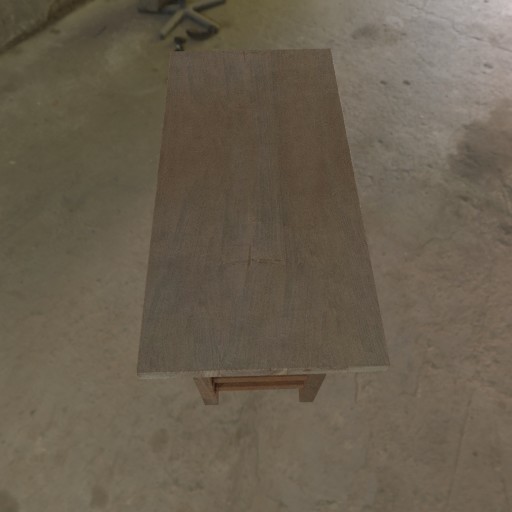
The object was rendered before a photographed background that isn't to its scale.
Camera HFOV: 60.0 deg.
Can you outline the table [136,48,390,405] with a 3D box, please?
[{"bbox_3d":[0.000,0.000,1.643,0.556,0.914,1.119,-1,59,-1],"label":"table"}]
